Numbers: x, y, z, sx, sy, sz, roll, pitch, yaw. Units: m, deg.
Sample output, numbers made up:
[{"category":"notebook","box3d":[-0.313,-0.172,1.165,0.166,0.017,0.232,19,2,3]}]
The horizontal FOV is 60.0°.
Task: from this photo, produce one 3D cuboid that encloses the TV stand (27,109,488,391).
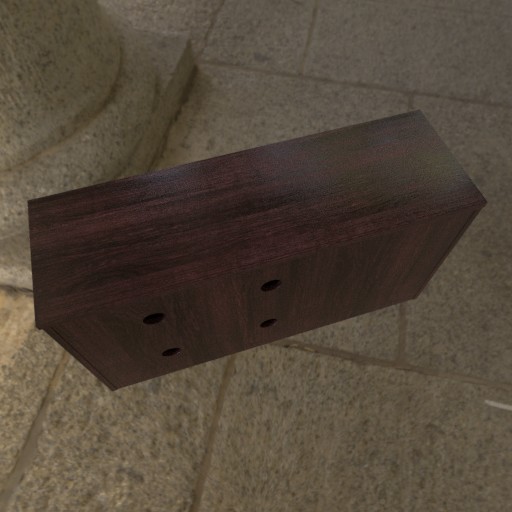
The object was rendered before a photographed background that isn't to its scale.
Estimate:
[{"category":"TV stand","box3d":[0.000,0.000,1.472,1.192,0.614,0.404,-15,60,-9]}]
